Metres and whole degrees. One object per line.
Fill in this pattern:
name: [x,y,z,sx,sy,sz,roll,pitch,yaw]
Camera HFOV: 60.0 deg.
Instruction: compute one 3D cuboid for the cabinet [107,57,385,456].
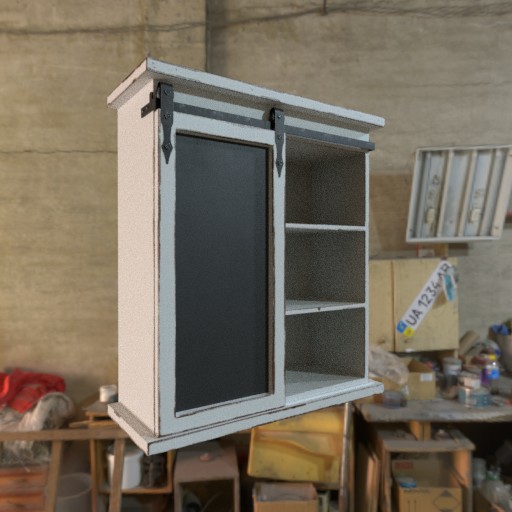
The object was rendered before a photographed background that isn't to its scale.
cabinet: [0.000,0.000,0.907,0.541,0.603,0.210,0,1,-34]
